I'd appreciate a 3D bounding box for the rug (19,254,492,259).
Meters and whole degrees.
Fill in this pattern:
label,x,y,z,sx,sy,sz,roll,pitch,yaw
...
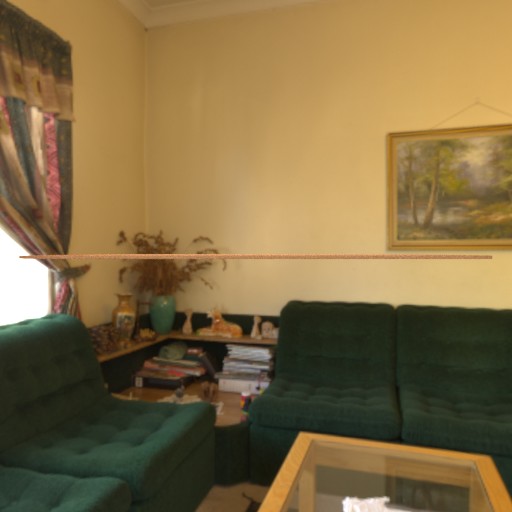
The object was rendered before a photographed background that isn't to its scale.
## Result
label,x,y,z,sx,sy,sz,roll,pitch,yaw
rug,0.000,0.000,2.315,1.829,0.014,1.219,0,0,0
